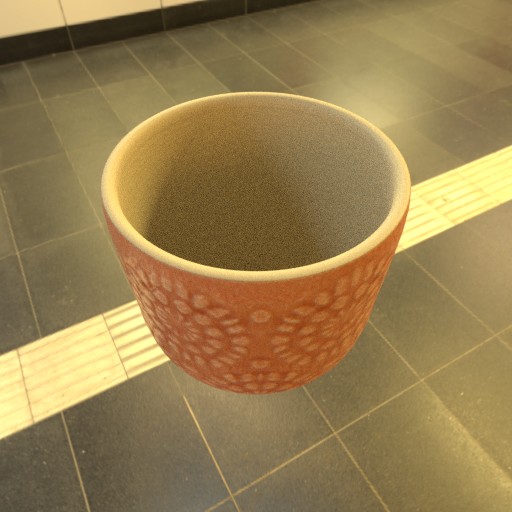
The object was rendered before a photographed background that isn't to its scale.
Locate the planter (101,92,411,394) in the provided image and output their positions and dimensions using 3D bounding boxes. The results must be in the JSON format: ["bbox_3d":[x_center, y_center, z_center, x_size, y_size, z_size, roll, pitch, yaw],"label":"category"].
[{"bbox_3d":[0.000,0.000,0.218,0.124,0.109,0.124,0,47,0],"label":"planter"}]
